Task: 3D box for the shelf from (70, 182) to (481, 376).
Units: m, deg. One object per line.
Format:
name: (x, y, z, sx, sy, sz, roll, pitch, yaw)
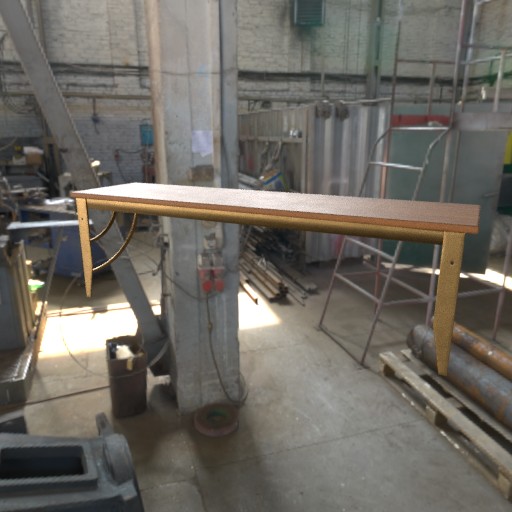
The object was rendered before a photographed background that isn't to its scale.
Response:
shelf: (0.000, 0.000, 0.725, 0.636, 0.190, 0.166, 8, 18, 26)
